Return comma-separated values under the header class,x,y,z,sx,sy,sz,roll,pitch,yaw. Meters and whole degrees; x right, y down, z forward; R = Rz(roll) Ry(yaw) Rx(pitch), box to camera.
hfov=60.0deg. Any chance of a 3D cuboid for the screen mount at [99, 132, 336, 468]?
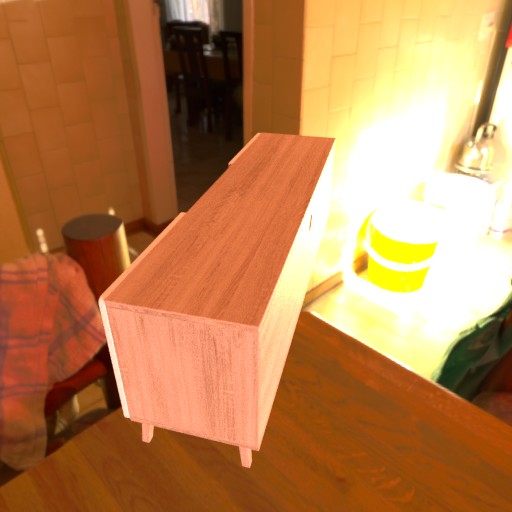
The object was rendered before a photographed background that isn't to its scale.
class,x,y,z,sx,sy,sz,roll,pitch,yaw
screen mount,0.000,0.000,1.783,0.420,0.570,1.500,8,32,13
